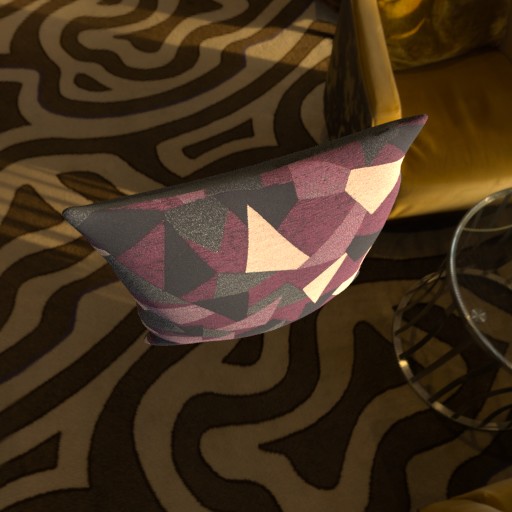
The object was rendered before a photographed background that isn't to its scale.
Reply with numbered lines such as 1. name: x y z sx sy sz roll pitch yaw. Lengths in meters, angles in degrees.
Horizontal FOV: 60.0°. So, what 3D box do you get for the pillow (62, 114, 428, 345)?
1. pillow: 0.000 0.000 0.769 0.503 0.496 0.208 -17 64 -9
